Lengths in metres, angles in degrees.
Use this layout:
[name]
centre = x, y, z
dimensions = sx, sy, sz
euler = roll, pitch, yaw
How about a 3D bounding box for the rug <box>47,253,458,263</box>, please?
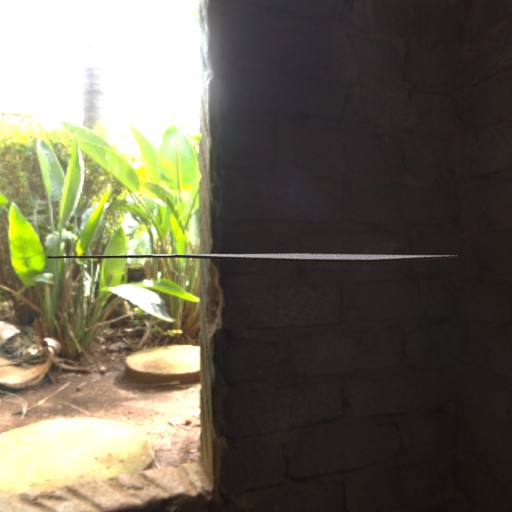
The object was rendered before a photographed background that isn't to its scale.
[rug]
centre = 0.000, 0.000, 4.312
dimensions = 3.202, 0.045, 2.434
euler = 0, 1, 35
